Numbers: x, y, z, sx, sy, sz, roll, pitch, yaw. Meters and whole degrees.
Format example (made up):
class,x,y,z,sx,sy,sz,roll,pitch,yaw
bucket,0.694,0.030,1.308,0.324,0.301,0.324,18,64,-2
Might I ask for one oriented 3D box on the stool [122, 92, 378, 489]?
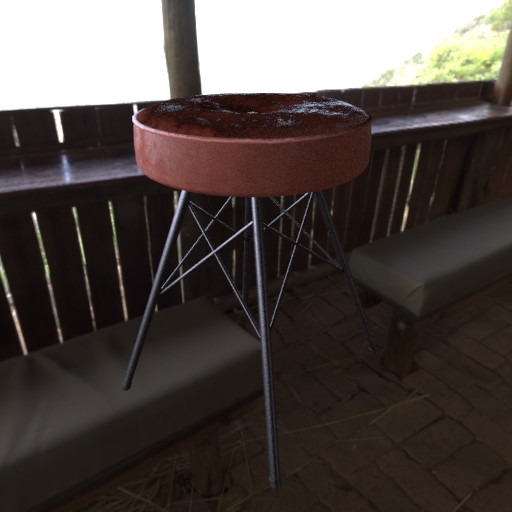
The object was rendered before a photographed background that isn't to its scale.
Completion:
class,x,y,z,sx,sy,sz,roll,pitch,yaw
stool,0.000,0.000,0.900,0.421,0.593,0.457,19,33,31
